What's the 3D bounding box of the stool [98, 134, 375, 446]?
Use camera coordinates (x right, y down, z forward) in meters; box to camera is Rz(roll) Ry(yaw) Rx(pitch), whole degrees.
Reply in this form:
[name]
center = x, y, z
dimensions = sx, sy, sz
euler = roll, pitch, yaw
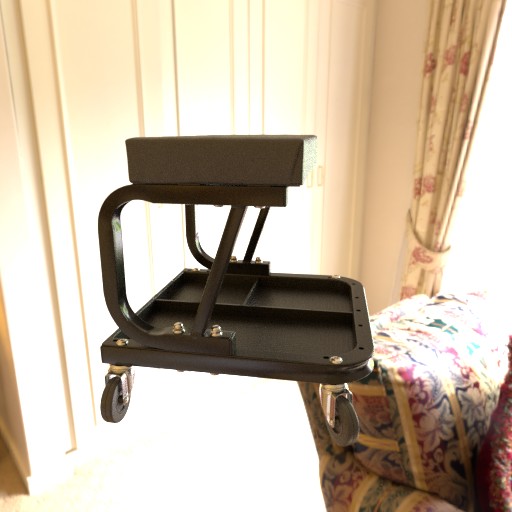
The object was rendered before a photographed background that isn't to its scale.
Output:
[stool]
center = 0.000, 0.000, 0.723
dimensions = 0.371, 0.380, 0.446
euler = 3, 16, 9
